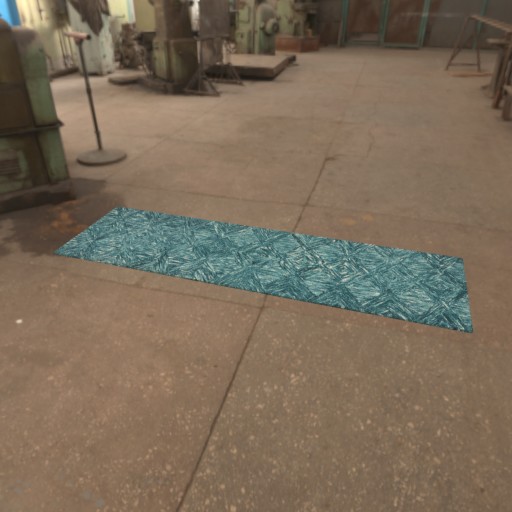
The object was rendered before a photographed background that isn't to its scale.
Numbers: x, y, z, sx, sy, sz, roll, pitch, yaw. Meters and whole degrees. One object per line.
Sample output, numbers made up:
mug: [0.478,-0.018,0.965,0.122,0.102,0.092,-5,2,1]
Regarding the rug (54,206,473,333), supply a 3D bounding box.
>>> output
rug: [0.000,0.000,2.581,2.286,0.016,0.676,10,32,15]
